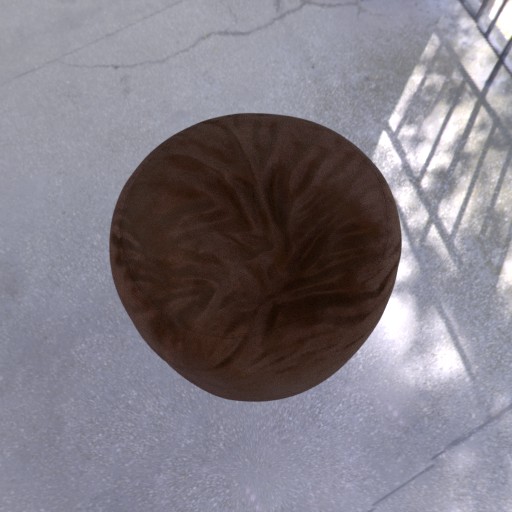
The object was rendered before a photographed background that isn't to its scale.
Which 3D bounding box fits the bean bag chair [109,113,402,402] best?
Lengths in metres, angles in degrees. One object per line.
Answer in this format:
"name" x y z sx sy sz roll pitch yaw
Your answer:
"bean bag chair" 0.000 0.000 1.530 0.918 0.616 0.918 0 64 0
